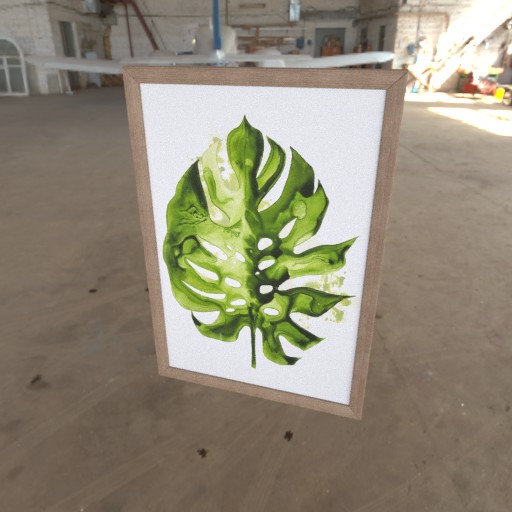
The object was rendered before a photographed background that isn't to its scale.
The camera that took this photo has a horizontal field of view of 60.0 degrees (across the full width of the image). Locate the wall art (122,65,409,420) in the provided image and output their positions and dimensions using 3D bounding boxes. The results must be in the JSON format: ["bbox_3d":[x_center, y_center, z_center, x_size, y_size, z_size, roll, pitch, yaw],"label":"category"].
[{"bbox_3d":[0.000,0.000,0.650,0.356,0.509,0.031,8,27,16],"label":"wall art"}]
